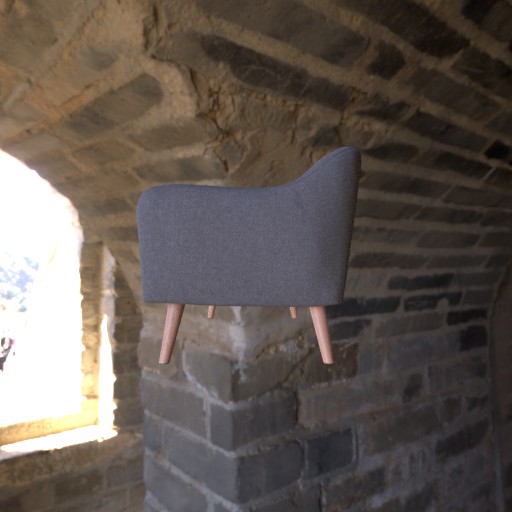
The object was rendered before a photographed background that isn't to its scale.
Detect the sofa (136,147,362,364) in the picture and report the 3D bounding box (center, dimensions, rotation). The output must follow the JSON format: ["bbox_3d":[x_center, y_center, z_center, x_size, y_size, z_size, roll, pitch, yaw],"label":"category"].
[{"bbox_3d":[0.000,0.000,2.353,0.820,0.820,1.840,0,-2,0],"label":"sofa"}]
